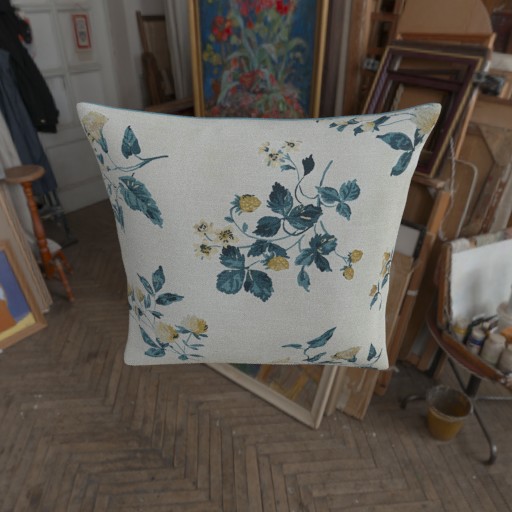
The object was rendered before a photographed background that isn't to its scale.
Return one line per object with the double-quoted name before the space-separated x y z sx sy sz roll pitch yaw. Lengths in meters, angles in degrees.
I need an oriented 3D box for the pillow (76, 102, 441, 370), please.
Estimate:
"pillow" 0.000 0.000 0.760 0.526 0.507 0.166 1 31 1
